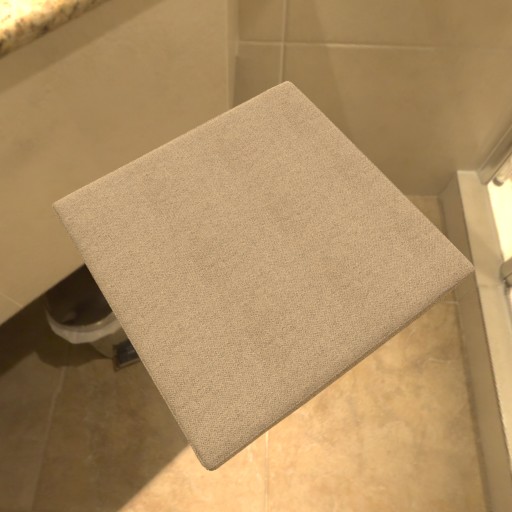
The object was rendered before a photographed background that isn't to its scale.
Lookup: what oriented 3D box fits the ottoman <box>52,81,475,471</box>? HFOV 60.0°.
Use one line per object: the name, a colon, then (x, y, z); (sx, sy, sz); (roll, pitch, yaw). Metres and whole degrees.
ottoman: (0.000, 0.000, 1.530); (0.982, 0.381, 0.973); (-32, 69, -14)
